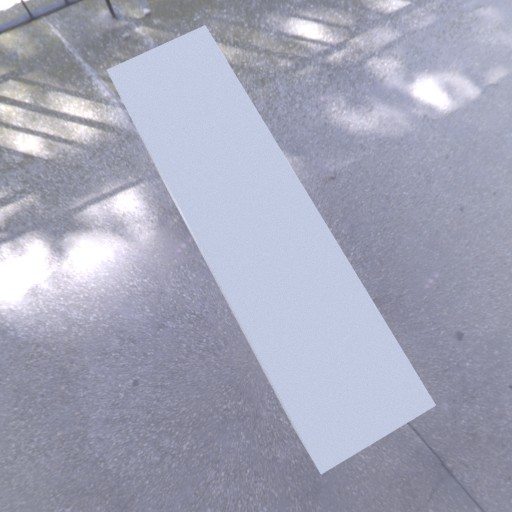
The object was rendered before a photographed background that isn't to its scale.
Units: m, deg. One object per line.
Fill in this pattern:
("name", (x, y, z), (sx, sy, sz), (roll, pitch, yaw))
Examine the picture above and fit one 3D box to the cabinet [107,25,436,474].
("cabinet", (0.000, 0.000, 1.827), (0.380, 0.900, 1.450), (-28, 78, -6))
